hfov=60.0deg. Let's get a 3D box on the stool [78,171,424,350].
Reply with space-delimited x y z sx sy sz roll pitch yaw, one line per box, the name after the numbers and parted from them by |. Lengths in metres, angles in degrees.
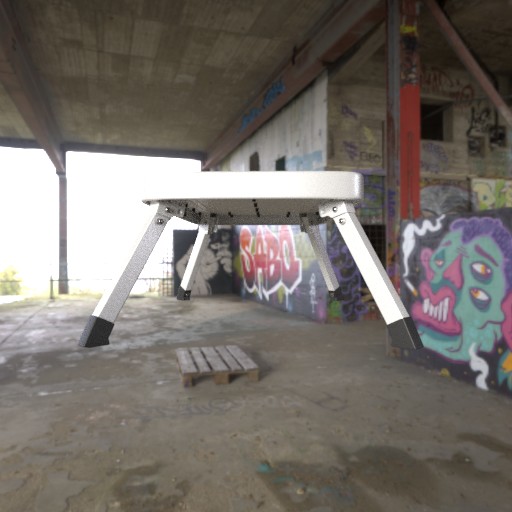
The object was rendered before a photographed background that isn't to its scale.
0.000 0.000 0.628 0.320 0.170 0.460 0 0 2 | stool
